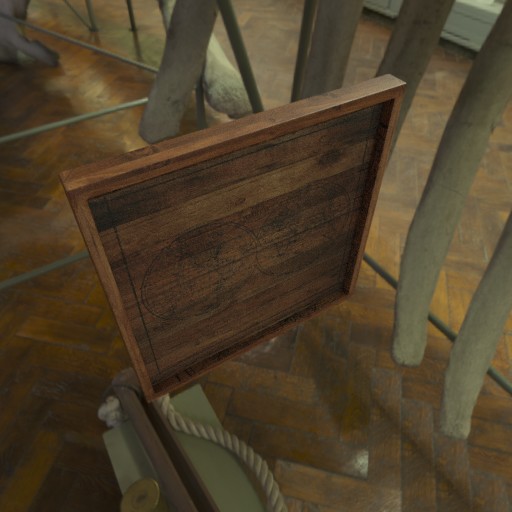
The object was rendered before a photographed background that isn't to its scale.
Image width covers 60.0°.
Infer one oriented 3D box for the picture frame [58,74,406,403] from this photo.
[{"bbox_3d":[0.000,0.000,0.535,0.352,0.356,0.028,-24,51,-21],"label":"picture frame"}]
